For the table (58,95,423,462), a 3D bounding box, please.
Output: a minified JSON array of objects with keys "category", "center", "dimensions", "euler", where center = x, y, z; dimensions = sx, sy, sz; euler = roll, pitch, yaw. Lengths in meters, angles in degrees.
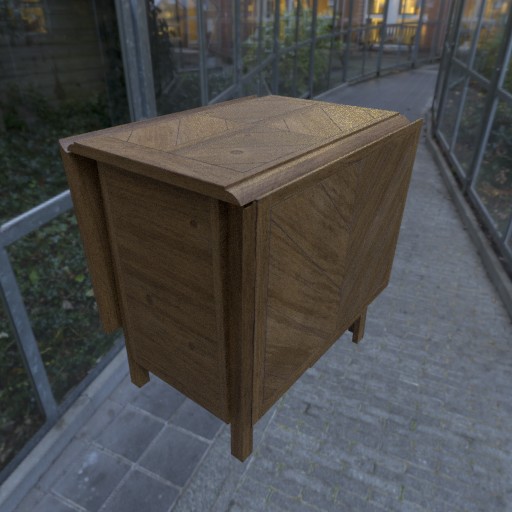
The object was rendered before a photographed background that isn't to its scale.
[{"category":"table","center":[0.000,0.000,1.313],"dimensions":[0.591,0.763,0.746],"euler":[21,36,32]}]
